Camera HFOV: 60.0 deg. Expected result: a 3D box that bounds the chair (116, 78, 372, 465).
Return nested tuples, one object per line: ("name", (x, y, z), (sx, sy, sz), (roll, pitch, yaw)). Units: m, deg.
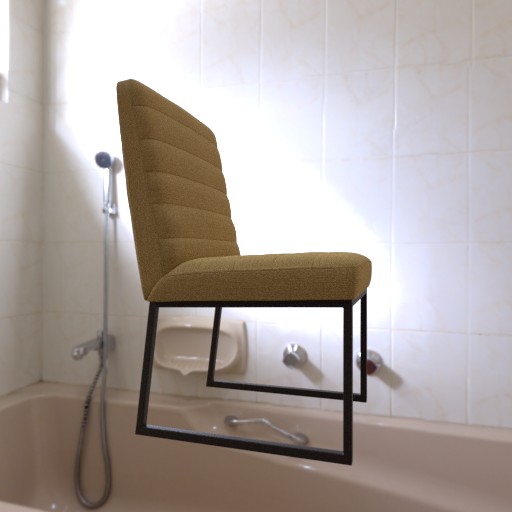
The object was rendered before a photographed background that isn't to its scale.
("chair", (0.000, 0.000, 1.294), (0.634, 0.930, 0.520), (0, 0, 18))
